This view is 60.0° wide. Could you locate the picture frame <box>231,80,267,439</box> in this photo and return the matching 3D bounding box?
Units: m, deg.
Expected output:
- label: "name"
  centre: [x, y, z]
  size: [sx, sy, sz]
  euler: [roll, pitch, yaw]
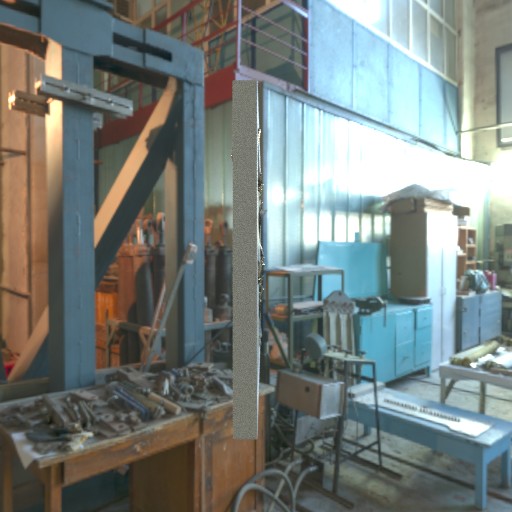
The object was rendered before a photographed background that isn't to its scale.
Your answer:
- label: "picture frame"
  centre: [0.000, 0.000, 0.788]
  size: [0.044, 0.379, 0.647]
  euler: [0, 1, 1]
